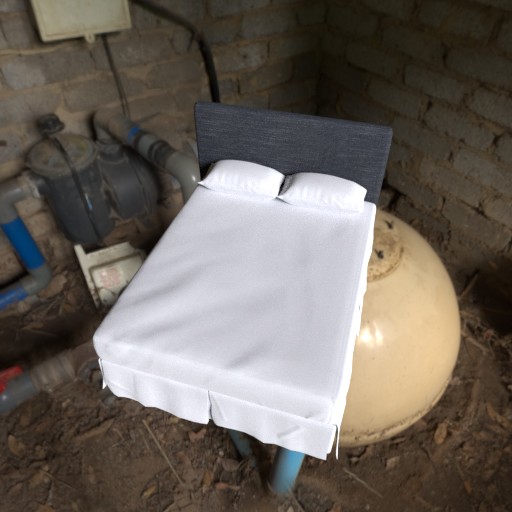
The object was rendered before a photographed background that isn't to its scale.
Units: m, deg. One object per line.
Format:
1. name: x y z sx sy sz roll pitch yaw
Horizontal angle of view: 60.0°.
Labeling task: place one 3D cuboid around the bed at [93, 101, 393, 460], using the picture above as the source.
1. bed: 0.000 0.000 3.313 1.723 1.330 2.142 12 44 12
